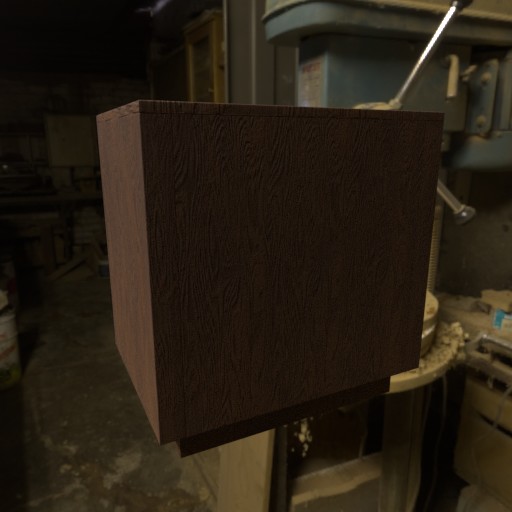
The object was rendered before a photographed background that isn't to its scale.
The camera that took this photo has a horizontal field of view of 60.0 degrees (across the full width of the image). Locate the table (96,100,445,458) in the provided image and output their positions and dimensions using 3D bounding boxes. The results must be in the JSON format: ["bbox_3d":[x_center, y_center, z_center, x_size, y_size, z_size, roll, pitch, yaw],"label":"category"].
[{"bbox_3d":[0.000,0.000,0.958,0.560,0.585,0.439,-7,16,-26],"label":"table"}]
